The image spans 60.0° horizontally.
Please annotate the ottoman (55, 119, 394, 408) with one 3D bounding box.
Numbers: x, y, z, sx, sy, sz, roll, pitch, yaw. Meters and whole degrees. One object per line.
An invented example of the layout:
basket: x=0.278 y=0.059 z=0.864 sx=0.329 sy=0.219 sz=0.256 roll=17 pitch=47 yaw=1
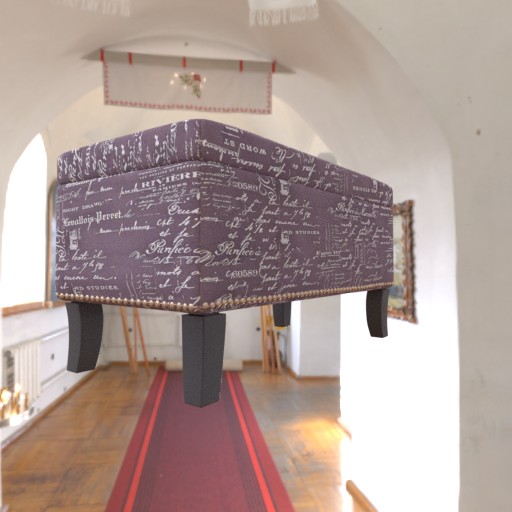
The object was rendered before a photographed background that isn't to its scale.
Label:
ottoman: x=0.000 y=0.000 z=1.075 sx=0.406 sy=0.457 sz=0.813 roll=0 pitch=-1 yaw=37
